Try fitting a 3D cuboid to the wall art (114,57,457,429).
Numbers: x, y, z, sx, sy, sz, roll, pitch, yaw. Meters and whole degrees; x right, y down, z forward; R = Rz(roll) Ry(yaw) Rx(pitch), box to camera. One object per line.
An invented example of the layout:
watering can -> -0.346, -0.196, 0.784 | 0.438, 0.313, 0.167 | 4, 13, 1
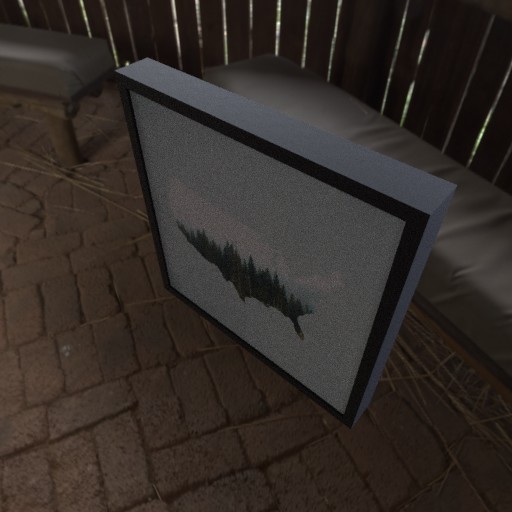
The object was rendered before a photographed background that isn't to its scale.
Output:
wall art -> 0.000, 0.000, 0.449 | 0.304, 0.304, 0.038 | 32, 54, 27
